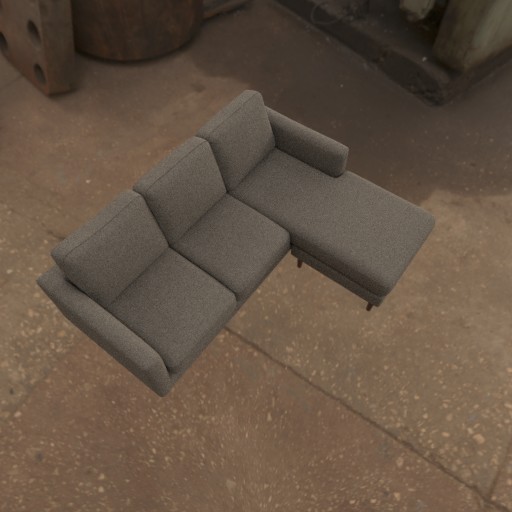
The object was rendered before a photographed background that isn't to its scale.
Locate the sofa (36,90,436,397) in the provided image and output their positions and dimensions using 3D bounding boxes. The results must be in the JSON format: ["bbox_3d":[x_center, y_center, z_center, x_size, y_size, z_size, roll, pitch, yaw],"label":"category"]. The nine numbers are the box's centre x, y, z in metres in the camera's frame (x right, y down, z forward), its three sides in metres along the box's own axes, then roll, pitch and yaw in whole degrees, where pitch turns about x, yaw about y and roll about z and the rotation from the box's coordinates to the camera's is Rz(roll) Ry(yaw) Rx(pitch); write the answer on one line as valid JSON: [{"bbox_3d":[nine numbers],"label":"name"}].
[{"bbox_3d":[0.000,0.000,2.923,1.667,0.957,2.055,33,63,19],"label":"sofa"}]
